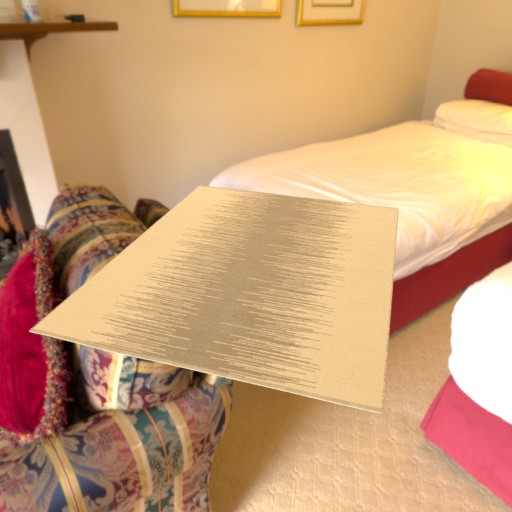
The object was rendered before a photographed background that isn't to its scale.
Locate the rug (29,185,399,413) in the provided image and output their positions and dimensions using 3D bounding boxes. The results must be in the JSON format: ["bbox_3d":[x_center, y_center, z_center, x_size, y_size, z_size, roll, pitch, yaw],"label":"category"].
[{"bbox_3d":[0.000,0.000,4.091,2.453,0.010,3.037,9,31,15],"label":"rug"}]
